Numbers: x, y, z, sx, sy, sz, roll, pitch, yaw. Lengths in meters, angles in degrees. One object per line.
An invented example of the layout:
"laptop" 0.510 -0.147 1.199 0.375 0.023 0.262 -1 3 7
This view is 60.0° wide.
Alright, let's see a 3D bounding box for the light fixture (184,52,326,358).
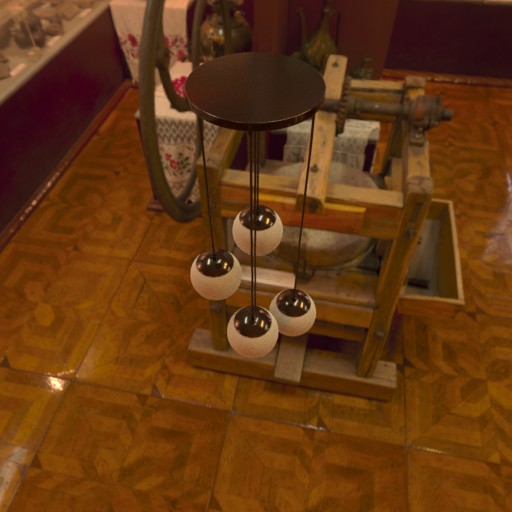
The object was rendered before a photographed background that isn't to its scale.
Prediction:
"light fixture" 0.000 0.000 1.558 0.484 1.271 0.489 10 50 9
